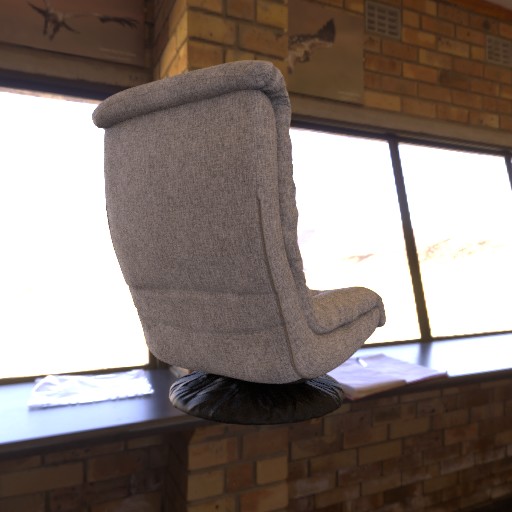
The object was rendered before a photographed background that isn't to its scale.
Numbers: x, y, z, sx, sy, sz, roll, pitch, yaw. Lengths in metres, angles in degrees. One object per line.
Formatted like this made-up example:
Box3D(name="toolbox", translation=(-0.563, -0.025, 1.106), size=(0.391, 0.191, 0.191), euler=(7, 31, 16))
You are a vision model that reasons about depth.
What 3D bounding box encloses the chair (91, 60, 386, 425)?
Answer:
Box3D(name="chair", translation=(0.000, 0.000, 0.952), size=(0.400, 0.600, 0.583), euler=(0, 0, 34))
